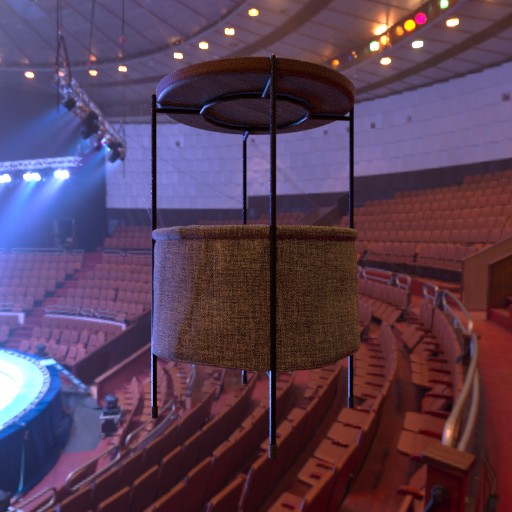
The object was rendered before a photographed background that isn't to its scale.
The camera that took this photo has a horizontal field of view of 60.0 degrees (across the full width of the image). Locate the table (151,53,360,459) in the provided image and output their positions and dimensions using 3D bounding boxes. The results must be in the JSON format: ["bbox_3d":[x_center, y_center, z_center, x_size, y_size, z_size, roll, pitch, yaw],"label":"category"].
[{"bbox_3d":[0.000,0.000,0.880,0.400,0.623,0.400,0,1,37],"label":"table"}]
